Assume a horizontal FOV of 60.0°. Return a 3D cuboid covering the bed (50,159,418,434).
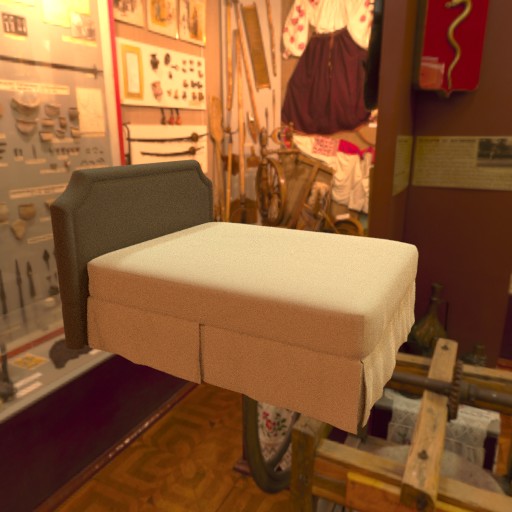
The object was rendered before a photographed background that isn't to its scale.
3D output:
[{"bbox_3d":[0.000,0.000,3.333,2.181,1.297,1.831,8,18,27],"label":"bed"}]
